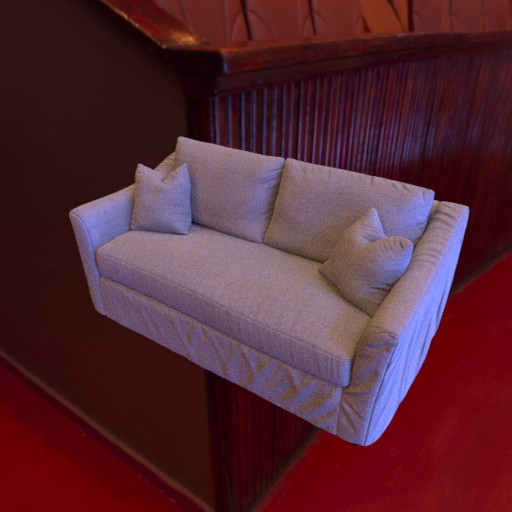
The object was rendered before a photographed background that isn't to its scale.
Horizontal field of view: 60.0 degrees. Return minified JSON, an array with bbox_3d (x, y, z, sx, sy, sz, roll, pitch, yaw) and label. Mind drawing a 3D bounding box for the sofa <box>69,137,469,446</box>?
[{"bbox_3d":[0.000,0.000,2.588,2.010,1.018,1.072,19,34,30],"label":"sofa"}]
